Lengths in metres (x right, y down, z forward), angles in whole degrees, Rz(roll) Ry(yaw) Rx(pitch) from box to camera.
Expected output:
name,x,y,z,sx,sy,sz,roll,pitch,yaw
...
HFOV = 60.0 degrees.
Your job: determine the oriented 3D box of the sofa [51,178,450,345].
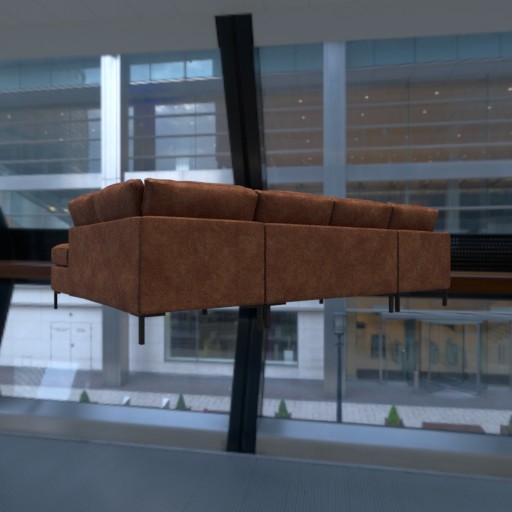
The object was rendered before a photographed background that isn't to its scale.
name,x,y,z,sx,sy,sz,roll,pitch,yaw
sofa,0.000,0.000,3.887,2.956,0.900,1.939,0,0,-37
